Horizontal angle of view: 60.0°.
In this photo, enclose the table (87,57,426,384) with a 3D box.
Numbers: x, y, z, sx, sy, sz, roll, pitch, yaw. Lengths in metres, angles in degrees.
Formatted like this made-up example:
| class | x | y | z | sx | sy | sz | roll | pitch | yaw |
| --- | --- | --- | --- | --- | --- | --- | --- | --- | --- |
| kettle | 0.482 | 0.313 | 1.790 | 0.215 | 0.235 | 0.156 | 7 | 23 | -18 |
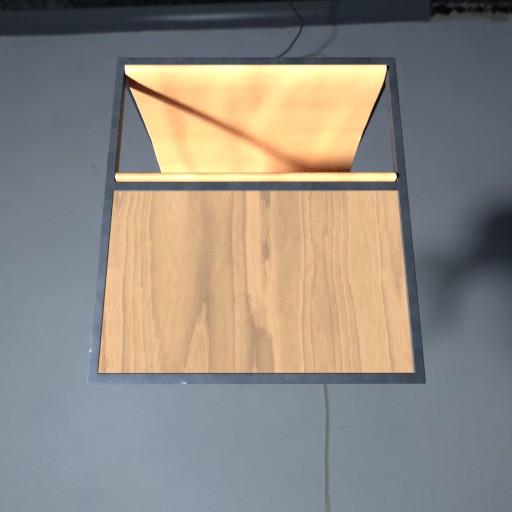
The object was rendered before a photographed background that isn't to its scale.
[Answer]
| class | x | y | z | sx | sy | sz | roll | pitch | yaw |
| --- | --- | --- | --- | --- | --- | --- | --- | --- | --- |
| table | 0.000 | 0.000 | 0.832 | 0.399 | 0.536 | 0.450 | 0 | 75 | 0 |
